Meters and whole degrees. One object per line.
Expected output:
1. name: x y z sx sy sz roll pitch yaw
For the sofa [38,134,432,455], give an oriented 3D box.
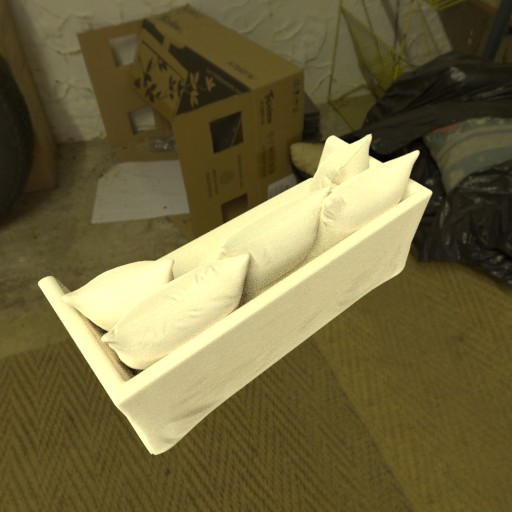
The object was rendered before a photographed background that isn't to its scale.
1. sofa: 0.000 0.000 3.012 2.484 1.042 1.030 -31 54 -26
